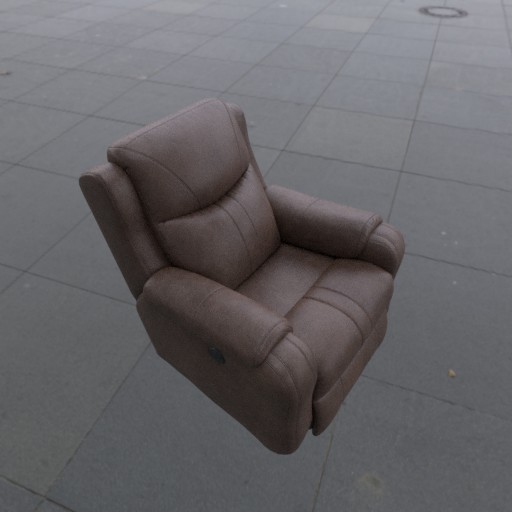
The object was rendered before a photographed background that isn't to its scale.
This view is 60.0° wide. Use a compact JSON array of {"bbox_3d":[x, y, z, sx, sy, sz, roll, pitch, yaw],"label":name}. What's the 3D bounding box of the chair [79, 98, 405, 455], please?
[{"bbox_3d":[0.000,0.000,1.819,1.067,0.990,0.940,25,47,26],"label":"chair"}]
